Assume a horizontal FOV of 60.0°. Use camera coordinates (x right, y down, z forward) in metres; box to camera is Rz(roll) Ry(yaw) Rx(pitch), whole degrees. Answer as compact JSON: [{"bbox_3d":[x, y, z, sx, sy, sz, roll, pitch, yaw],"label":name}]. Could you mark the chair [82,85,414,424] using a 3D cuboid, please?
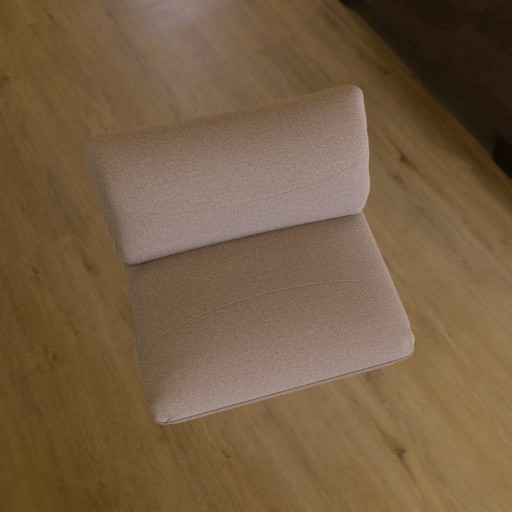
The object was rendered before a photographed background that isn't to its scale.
[{"bbox_3d":[0.000,0.000,1.342,0.820,0.580,0.780,-13,65,-6],"label":"chair"}]
